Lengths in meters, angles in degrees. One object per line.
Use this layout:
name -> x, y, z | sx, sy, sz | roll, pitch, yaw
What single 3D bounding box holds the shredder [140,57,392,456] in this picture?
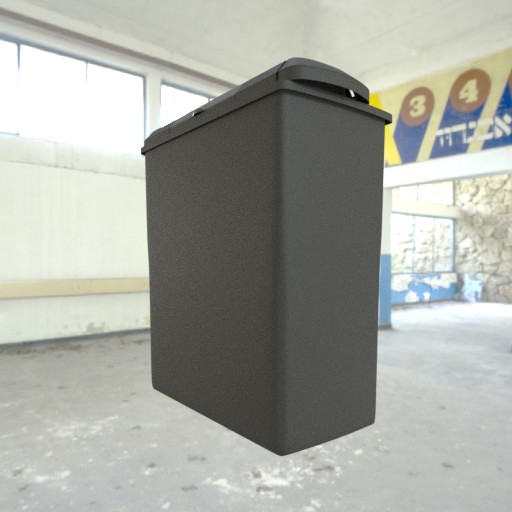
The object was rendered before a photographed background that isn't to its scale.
shredder -> 0.000, 0.000, 0.512 | 0.170, 0.335, 0.320 | 0, -1, -38
